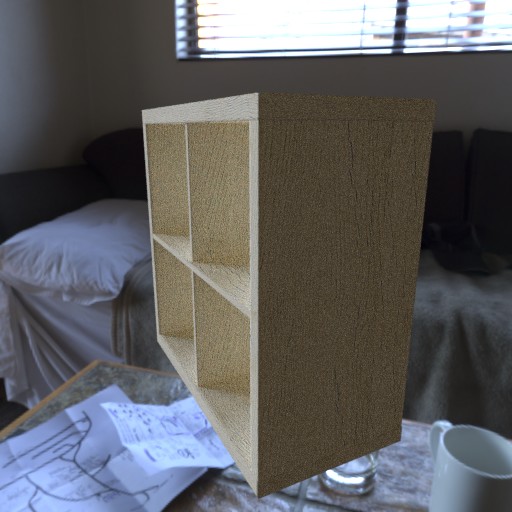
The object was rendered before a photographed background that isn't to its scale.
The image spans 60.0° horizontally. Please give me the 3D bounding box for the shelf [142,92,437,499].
[{"bbox_3d":[0.000,0.000,1.225,0.390,0.786,0.790,-8,18,-26],"label":"shelf"}]
